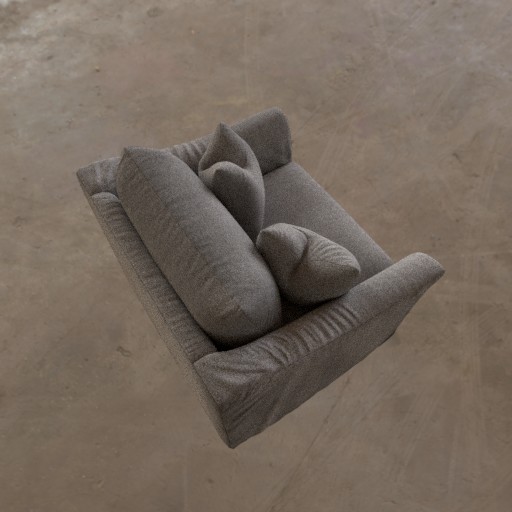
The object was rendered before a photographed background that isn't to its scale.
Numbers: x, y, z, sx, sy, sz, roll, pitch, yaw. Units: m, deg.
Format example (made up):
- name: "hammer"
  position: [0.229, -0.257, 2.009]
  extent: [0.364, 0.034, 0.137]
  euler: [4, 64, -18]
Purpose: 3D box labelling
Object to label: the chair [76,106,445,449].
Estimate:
- name: "chair"
  position: [0.000, 0.000, 2.045]
  extent: [1.071, 1.059, 1.194]
  euler: [-30, 63, -17]
